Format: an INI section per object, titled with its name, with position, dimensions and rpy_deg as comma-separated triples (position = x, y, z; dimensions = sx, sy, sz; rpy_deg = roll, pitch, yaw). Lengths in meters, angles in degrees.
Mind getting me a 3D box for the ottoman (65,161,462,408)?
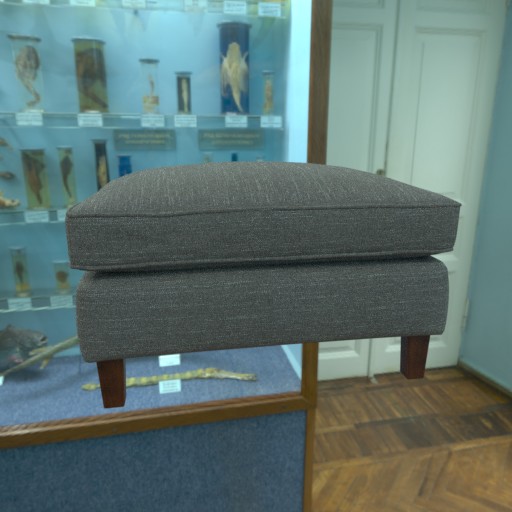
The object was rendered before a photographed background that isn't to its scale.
[ottoman]
position = 0.000, 0.000, 0.979
dimensions = 0.686, 0.406, 0.508
rpy_deg = -3, 16, -9
